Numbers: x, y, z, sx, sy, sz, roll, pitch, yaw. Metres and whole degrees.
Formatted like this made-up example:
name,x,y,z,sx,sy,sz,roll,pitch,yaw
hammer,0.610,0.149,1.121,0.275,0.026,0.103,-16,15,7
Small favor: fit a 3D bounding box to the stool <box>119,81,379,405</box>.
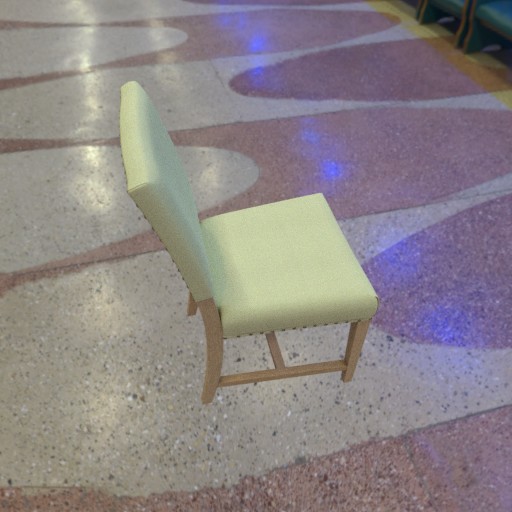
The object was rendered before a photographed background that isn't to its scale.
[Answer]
name,x,y,z,sx,sy,sz,roll,pitch,yaw
stool,0.000,0.000,1.378,0.623,0.986,0.508,-10,48,-9
